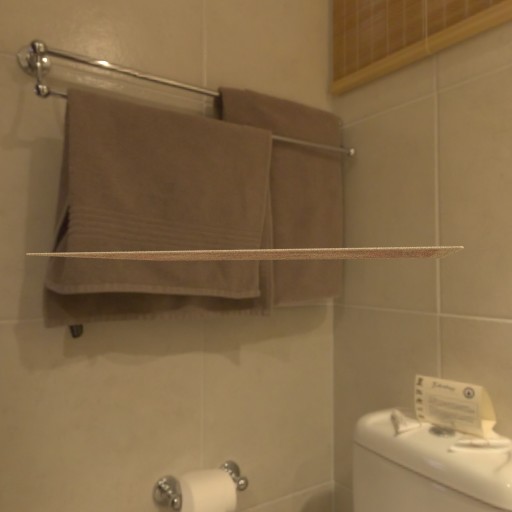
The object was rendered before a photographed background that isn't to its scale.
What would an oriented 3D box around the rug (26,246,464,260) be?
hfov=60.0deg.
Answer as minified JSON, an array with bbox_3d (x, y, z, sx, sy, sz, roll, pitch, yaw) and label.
[{"bbox_3d":[0.000,0.000,1.079,0.868,0.004,0.556,-1,-2,19],"label":"rug"}]
